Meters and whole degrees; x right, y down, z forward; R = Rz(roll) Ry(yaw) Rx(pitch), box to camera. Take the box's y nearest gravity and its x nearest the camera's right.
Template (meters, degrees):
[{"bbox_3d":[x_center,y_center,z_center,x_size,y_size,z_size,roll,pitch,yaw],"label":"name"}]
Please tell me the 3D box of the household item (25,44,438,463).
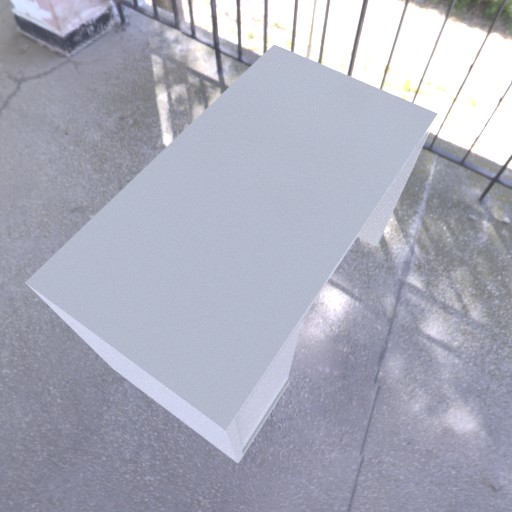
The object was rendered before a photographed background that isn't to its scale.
[{"bbox_3d":[0.000,0.000,1.533,0.597,0.749,1.100,31,65,16],"label":"household item"}]
